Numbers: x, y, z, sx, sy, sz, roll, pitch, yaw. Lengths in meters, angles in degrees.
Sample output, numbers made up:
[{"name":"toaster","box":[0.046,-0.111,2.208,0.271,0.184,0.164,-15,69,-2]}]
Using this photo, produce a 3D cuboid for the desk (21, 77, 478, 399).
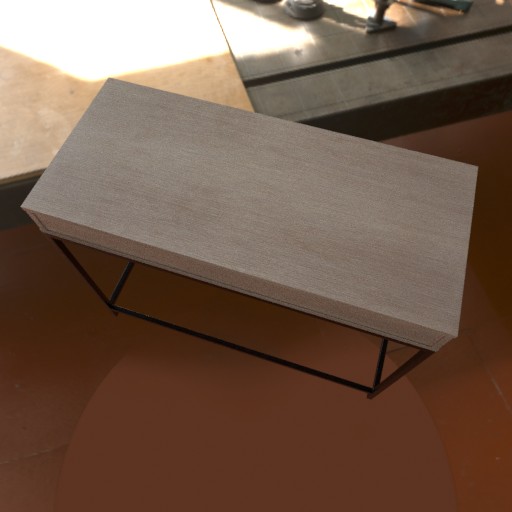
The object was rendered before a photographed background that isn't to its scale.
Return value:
[{"name":"desk","box":[0.000,0.000,1.414,1.016,0.762,0.470,16,64,8]}]
